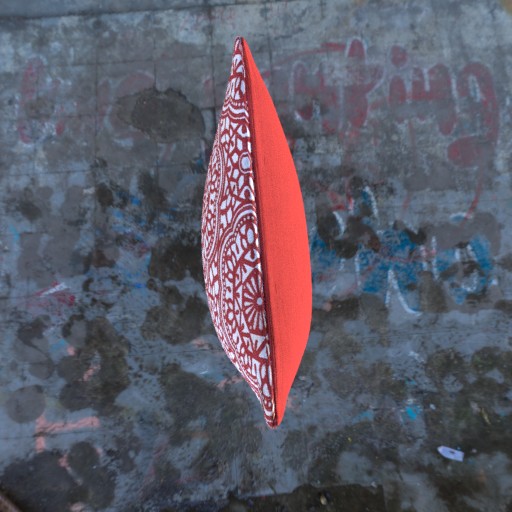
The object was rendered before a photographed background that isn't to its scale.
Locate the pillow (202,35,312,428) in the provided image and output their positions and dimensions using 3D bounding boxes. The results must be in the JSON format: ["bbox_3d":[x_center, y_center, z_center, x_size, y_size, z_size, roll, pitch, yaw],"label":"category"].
[{"bbox_3d":[0.000,0.000,0.668,0.162,0.419,0.438,-5,76,-1],"label":"pillow"}]
